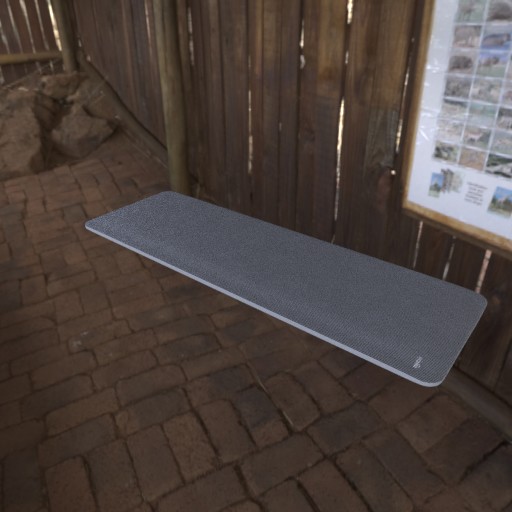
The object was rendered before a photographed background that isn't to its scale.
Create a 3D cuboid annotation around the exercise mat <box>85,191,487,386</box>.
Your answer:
[{"bbox_3d":[0.000,0.000,2.052,1.884,0.021,0.616,21,36,32],"label":"exercise mat"}]
